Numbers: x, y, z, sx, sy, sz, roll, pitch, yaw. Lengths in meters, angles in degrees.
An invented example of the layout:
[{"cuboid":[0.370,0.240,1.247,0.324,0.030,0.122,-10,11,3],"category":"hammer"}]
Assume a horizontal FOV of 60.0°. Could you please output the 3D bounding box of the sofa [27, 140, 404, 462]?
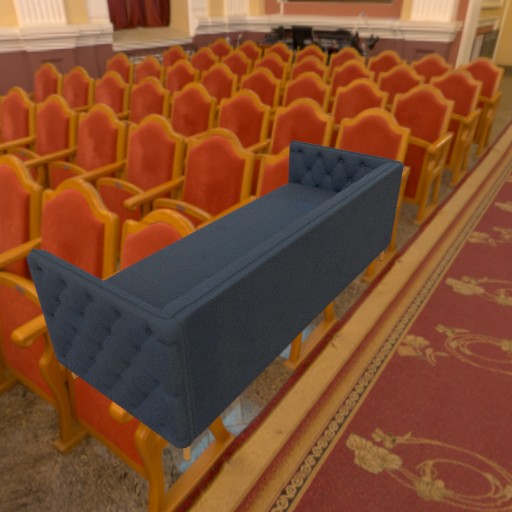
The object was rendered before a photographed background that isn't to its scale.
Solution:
[{"cuboid":[0.000,0.000,2.602,0.895,0.771,2.209,20,36,31],"category":"sofa"}]
